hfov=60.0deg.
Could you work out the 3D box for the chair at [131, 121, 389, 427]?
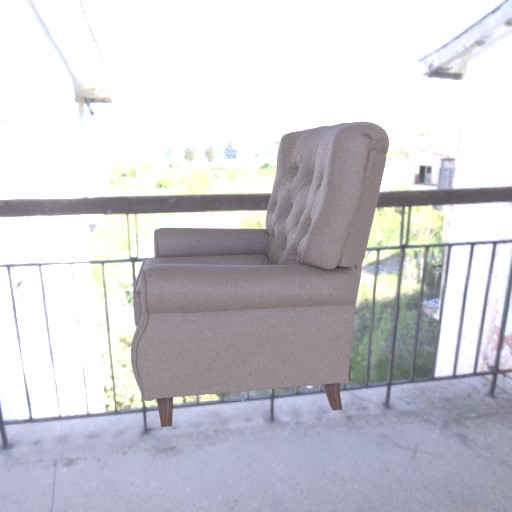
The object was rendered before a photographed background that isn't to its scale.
[{"bbox_3d":[0.000,0.000,1.965,1.041,1.138,0.999,-2,14,-9],"label":"chair"}]
